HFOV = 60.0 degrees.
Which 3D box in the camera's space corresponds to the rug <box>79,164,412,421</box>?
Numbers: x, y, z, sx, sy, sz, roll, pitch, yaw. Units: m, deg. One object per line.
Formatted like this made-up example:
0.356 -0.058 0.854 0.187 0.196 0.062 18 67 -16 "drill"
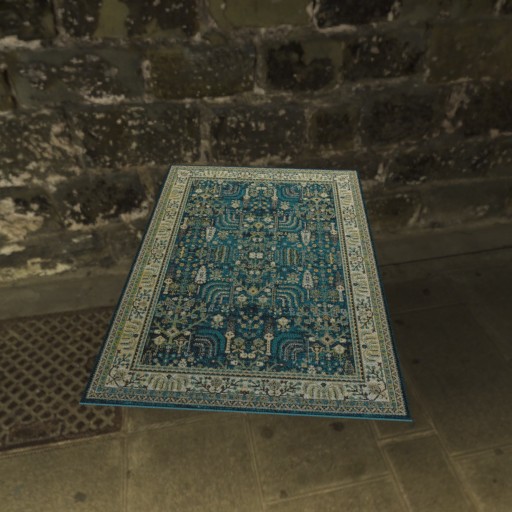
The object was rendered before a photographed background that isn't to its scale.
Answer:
0.000 0.000 2.932 1.594 0.013 2.213 2 43 2 "rug"
